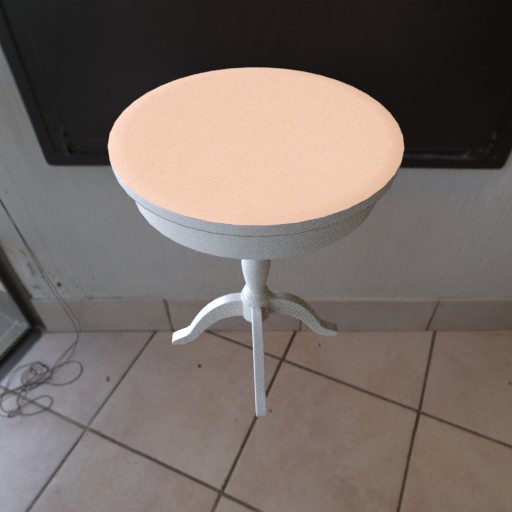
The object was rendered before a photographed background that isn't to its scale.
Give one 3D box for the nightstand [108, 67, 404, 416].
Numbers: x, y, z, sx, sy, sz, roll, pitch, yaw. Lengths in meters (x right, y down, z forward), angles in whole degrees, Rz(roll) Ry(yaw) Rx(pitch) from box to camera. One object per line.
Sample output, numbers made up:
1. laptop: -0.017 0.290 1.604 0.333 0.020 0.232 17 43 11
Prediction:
1. nightstand: 0.000 0.000 1.022 0.513 0.653 0.513 4 46 4
